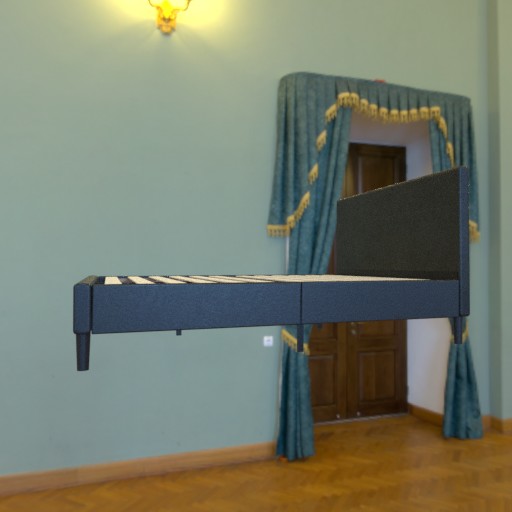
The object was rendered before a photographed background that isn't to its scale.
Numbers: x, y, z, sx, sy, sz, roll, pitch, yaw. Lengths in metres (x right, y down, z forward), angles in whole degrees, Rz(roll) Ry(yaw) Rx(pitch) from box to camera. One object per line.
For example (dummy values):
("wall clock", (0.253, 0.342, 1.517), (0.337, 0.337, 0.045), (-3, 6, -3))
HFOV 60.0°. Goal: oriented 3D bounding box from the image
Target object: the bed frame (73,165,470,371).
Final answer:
("bed frame", (0.000, 0.000, 2.952), (2.152, 1.046, 1.469), (0, -1, -18))
